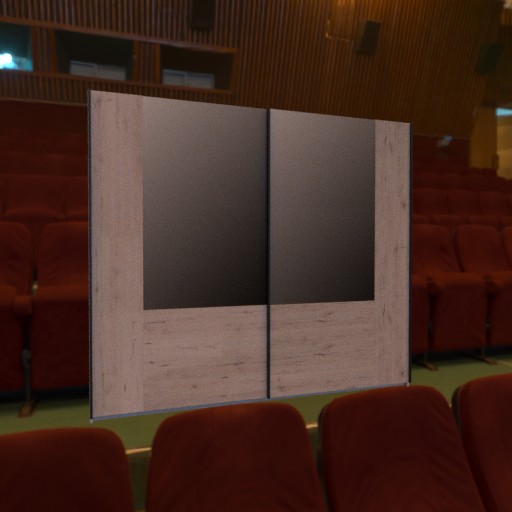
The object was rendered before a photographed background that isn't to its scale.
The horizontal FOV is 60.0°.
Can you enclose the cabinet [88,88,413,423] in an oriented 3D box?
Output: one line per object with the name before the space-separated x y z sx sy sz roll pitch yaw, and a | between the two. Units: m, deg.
cabinet | 0.000 0.000 3.571 2.500 2.180 0.660 0 1 -18
